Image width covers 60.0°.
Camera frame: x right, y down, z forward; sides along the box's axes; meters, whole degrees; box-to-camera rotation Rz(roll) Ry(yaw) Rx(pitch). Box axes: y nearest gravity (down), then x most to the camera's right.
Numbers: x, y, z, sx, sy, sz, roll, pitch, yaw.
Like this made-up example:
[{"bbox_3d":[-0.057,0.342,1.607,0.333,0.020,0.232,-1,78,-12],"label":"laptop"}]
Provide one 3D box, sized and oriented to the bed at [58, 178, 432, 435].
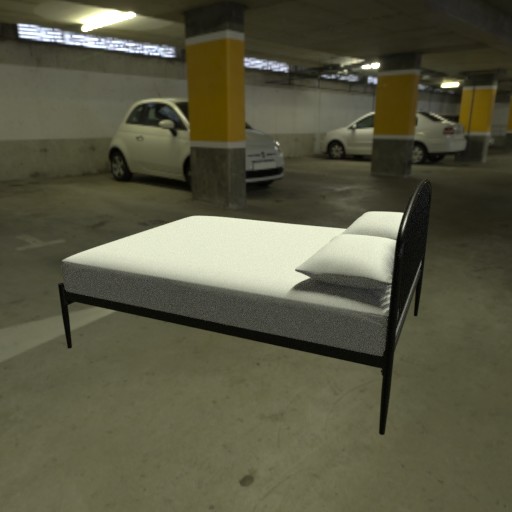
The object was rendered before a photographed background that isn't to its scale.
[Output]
[{"bbox_3d":[0.000,0.000,3.164,2.159,1.166,1.618,8,18,24],"label":"bed"}]
